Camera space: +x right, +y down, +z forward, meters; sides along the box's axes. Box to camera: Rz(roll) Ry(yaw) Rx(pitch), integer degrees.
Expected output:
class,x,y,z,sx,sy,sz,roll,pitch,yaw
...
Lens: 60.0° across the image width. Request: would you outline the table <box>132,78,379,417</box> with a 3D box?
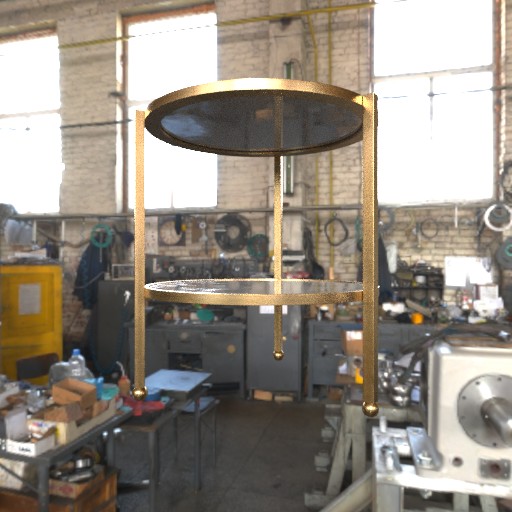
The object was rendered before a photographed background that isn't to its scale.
class,x,y,z,sx,sy,sz,roll,pitch,yaw
table,0.000,0.000,0.449,0.243,0.269,0.231,0,0,-19
